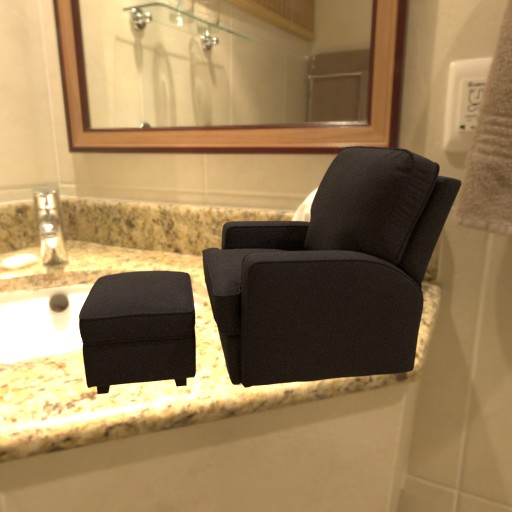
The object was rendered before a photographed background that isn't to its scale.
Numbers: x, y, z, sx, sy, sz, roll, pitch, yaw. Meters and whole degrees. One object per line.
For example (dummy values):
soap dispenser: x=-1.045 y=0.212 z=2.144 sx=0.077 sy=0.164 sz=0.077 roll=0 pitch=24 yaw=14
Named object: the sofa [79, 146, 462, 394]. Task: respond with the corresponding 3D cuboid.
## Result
sofa: x=0.000 y=0.000 z=2.002 sx=1.472 sy=0.959 sz=0.861 roll=-3 pitch=15 yaw=-10
